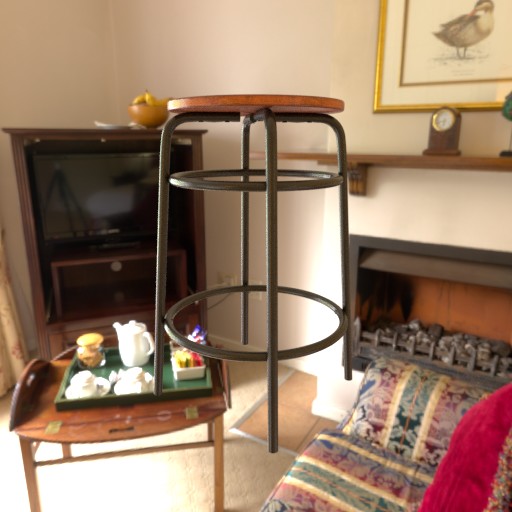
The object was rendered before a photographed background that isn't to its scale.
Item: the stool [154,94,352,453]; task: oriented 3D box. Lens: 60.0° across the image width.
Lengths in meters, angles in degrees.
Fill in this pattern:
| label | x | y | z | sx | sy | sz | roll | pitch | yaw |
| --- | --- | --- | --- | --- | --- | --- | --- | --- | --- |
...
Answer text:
| label | x | y | z | sx | sy | sz | roll | pitch | yaw |
| --- | --- | --- | --- | --- | --- | --- | --- | --- | --- |
| stool | 0.000 | 0.000 | 0.930 | 0.455 | 0.610 | 0.455 | -2 | 15 | -8 |
